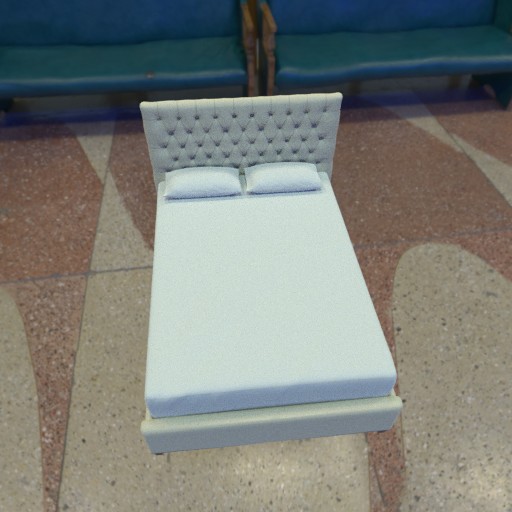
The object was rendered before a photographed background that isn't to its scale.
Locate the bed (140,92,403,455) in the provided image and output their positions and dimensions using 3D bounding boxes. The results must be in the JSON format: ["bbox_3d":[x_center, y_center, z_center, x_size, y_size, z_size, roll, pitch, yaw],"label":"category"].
[{"bbox_3d":[0.000,0.000,3.413,1.698,1.427,2.387,-4,47,-4],"label":"bed"}]
